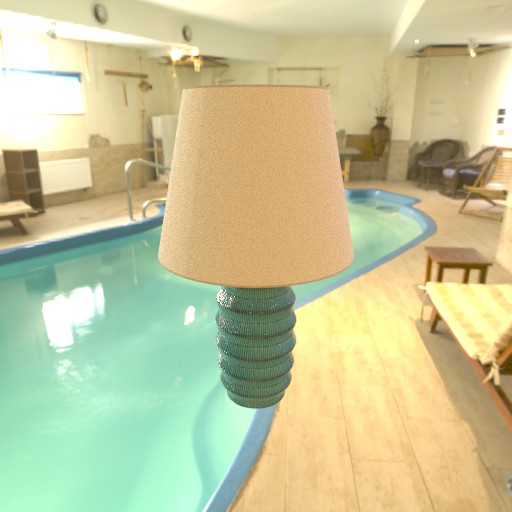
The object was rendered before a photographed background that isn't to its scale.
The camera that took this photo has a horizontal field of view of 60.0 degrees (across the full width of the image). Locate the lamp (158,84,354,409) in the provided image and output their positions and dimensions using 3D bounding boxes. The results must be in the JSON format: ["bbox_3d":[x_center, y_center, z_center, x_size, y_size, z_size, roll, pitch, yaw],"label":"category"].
[{"bbox_3d":[0.000,0.000,0.822,0.355,0.582,0.355,0,18,0],"label":"lamp"}]
